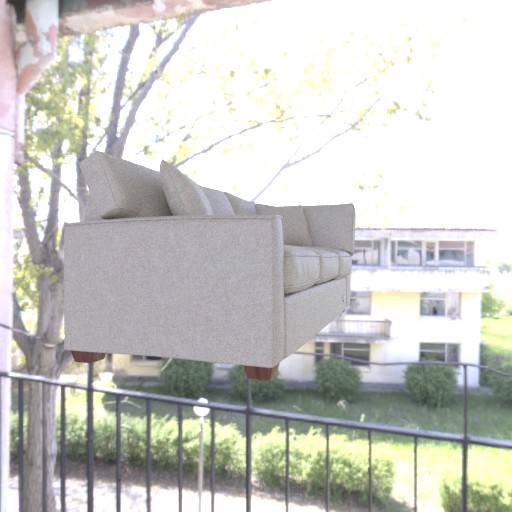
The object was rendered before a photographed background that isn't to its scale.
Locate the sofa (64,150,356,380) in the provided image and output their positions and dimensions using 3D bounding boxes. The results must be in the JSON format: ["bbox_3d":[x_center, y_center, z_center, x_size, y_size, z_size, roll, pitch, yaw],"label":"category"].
[{"bbox_3d":[0.000,0.000,2.912,1.061,0.962,2.317,0,0,19],"label":"sofa"}]
